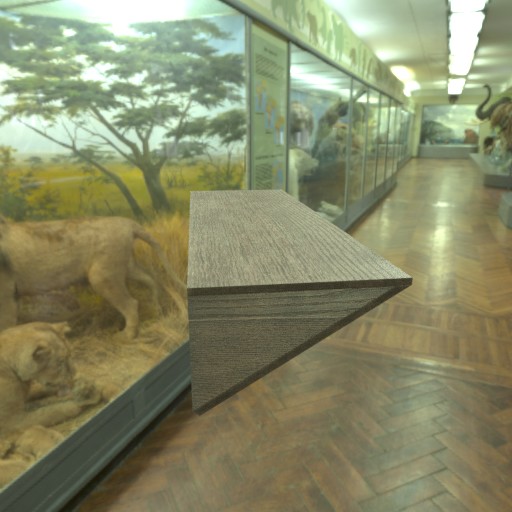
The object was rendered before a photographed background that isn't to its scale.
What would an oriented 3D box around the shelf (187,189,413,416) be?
[{"bbox_3d":[0.000,0.000,0.691,0.200,0.125,0.610,-2,16,-8],"label":"shelf"}]
